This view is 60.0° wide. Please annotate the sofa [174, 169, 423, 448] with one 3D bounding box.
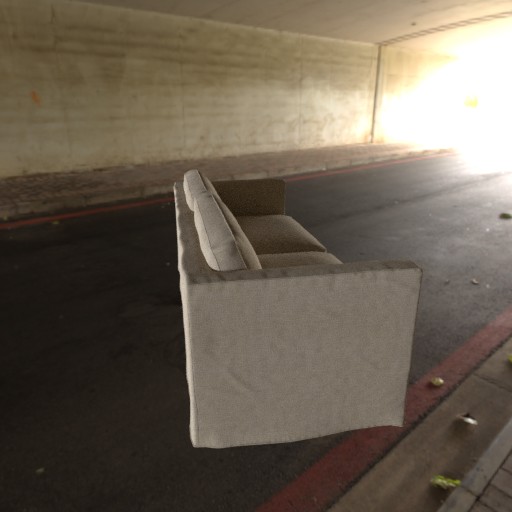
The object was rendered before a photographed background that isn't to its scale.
[{"bbox_3d":[0.000,0.000,2.765,0.956,0.847,2.296,-4,19,-10],"label":"sofa"}]
